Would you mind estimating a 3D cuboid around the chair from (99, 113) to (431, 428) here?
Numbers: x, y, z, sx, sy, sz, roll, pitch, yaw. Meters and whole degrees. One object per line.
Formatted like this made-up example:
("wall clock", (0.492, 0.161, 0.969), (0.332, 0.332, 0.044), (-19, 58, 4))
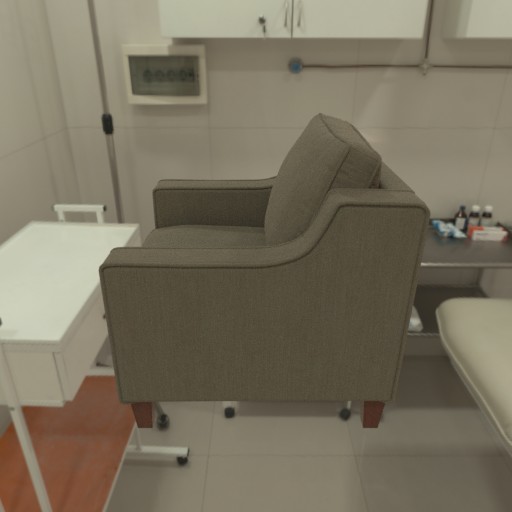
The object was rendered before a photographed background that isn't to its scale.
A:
("chair", (0.000, 0.000, 1.659), (0.909, 0.960, 0.831), (0, 26, 0))
